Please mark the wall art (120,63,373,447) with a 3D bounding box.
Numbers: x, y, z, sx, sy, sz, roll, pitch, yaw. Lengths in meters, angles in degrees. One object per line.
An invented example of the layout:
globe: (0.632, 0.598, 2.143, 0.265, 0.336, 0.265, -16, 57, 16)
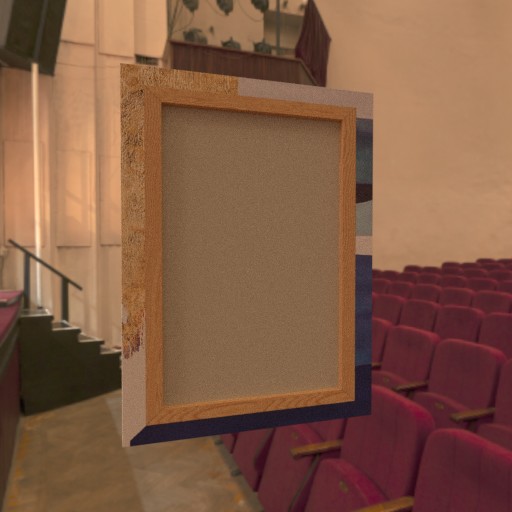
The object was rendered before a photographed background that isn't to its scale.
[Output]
wall art: (0.000, 0.000, 0.788, 0.458, 0.613, 0.026, 0, 1, -18)
